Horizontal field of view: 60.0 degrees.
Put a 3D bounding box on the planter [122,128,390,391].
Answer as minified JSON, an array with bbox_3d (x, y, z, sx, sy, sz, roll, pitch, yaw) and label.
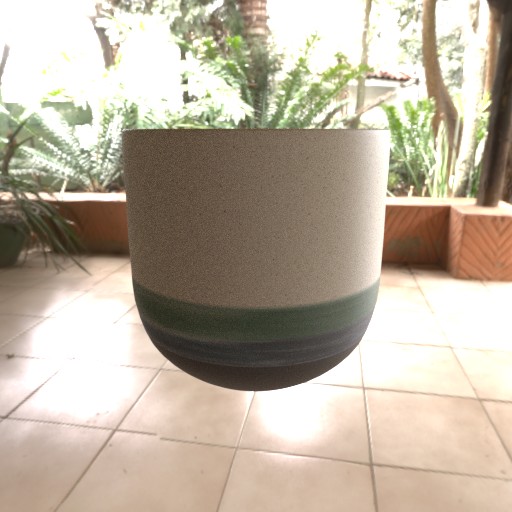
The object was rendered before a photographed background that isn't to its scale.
[{"bbox_3d":[0.000,0.000,0.492,0.268,0.270,0.268,0,16,0],"label":"planter"}]
